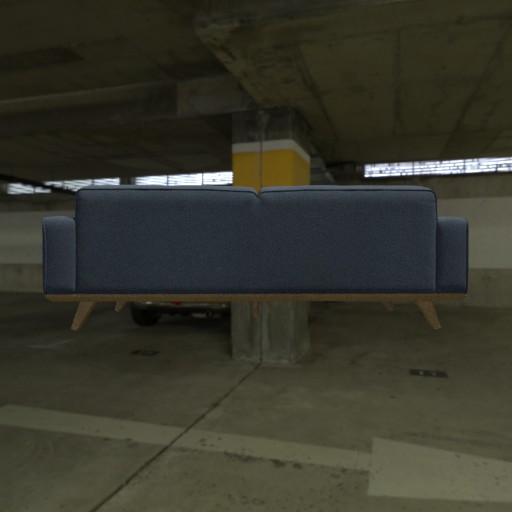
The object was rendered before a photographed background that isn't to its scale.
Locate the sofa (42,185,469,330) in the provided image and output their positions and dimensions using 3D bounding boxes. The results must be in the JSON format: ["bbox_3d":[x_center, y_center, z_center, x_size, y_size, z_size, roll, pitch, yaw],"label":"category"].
[{"bbox_3d":[0.000,0.000,2.760,2.270,0.782,0.953,0,0,-1],"label":"sofa"}]
